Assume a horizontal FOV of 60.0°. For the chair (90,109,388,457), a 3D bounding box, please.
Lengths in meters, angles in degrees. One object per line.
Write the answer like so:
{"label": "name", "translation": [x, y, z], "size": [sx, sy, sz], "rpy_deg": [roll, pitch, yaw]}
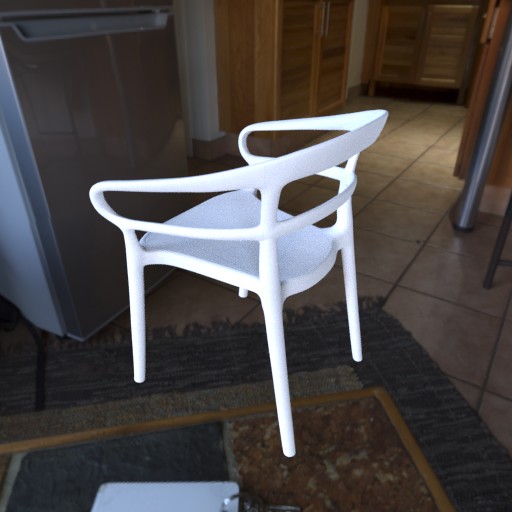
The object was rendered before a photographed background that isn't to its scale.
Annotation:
{"label": "chair", "translation": [0.000, 0.000, 1.132], "size": [0.527, 0.761, 0.559], "rpy_deg": [21, 37, 30]}
